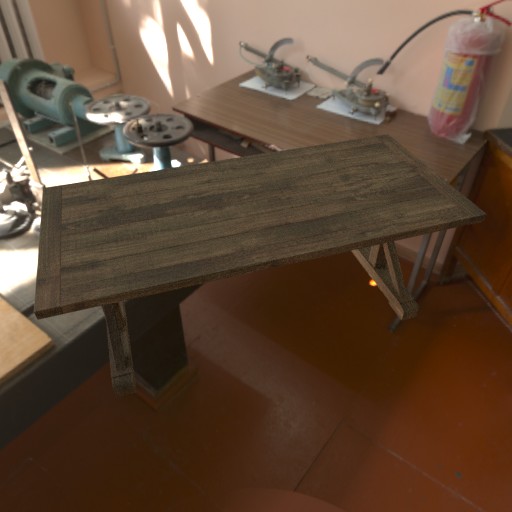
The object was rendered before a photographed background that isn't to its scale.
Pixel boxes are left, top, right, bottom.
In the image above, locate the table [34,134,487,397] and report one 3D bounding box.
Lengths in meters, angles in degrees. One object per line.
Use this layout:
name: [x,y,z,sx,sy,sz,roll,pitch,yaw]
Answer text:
table: [0.000,0.000,2.450,2.031,0.733,0.907,-12,42,-14]
